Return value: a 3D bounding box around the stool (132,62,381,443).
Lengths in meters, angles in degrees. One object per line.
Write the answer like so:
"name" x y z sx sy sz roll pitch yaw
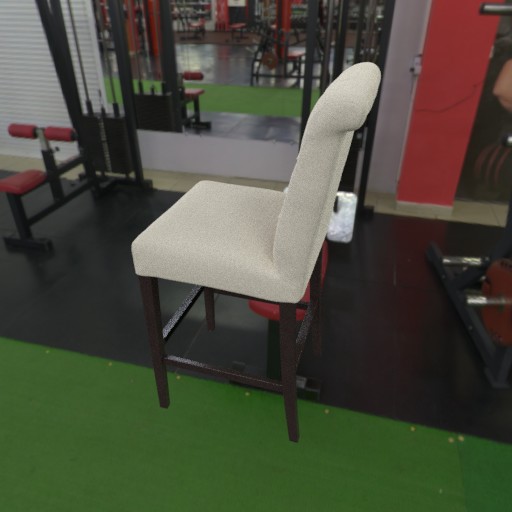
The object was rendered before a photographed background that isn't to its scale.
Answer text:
"stool" 0.000 0.000 1.417 0.610 1.118 0.482 9 33 15
